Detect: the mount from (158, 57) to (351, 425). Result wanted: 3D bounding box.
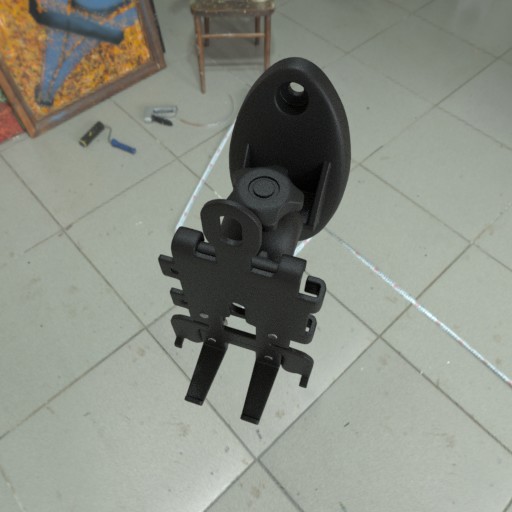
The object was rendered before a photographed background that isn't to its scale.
[{"bbox_3d":[0.000,0.000,0.174,0.066,0.118,0.100,15,59,9],"label":"mount"}]
